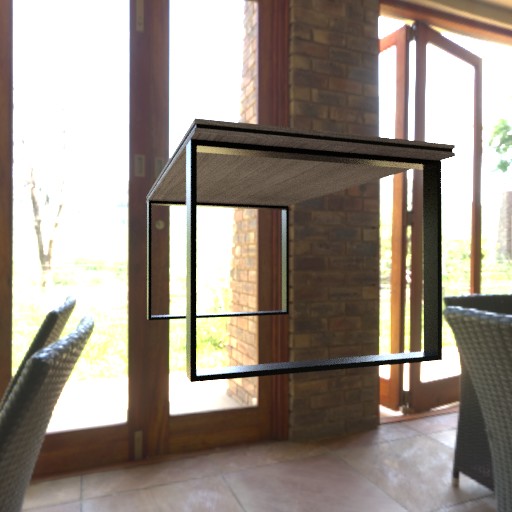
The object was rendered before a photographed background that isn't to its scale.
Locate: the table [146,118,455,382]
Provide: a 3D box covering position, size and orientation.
[{"bbox_3d":[0.000,0.000,2.091,0.881,0.736,1.579,0,-1,-19],"label":"table"}]
